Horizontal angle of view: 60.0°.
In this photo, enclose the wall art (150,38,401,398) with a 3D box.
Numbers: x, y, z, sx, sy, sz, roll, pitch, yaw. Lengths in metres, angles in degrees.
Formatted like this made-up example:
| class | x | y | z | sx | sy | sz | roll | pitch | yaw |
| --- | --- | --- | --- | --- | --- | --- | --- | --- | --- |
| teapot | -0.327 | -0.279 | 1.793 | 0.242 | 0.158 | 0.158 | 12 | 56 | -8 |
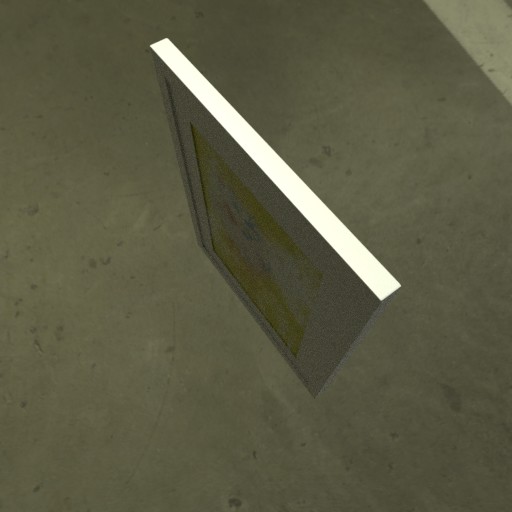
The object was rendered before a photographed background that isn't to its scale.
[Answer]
| class | x | y | z | sx | sy | sz | roll | pitch | yaw |
| --- | --- | --- | --- | --- | --- | --- | --- | --- | --- |
| wall art | 0.000 | 0.000 | 0.763 | 0.028 | 0.556 | 0.454 | -33 | 67 | -15 |
